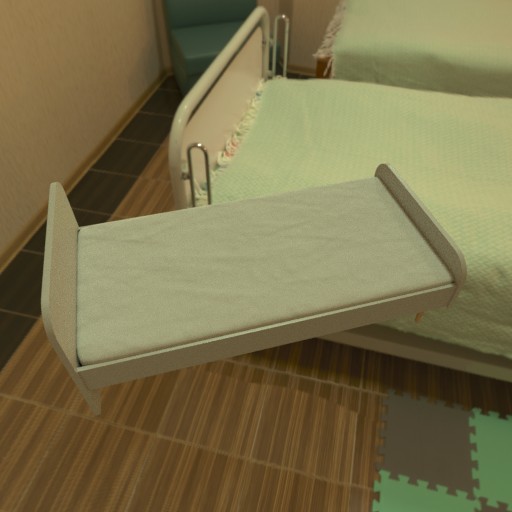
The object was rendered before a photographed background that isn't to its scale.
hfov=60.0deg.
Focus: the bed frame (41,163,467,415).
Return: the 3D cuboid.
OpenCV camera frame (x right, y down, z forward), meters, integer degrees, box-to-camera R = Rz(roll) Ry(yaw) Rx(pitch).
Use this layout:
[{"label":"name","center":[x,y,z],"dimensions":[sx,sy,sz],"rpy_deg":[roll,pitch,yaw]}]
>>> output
[{"label":"bed frame","center":[0.000,0.000,2.467],"dimensions":[1.963,0.805,0.998],"rpy_deg":[-11,48,-10]}]
